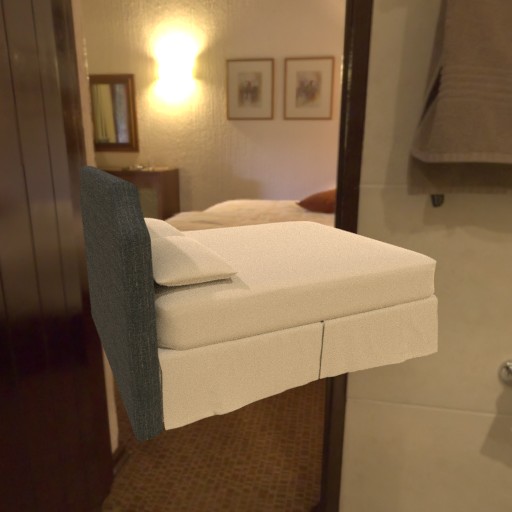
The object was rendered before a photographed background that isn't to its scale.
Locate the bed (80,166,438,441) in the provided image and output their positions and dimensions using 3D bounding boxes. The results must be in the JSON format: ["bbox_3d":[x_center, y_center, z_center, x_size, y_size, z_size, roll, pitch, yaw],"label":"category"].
[{"bbox_3d":[0.000,0.000,3.285,2.208,1.297,1.828,-7,17,-25],"label":"bed"}]
